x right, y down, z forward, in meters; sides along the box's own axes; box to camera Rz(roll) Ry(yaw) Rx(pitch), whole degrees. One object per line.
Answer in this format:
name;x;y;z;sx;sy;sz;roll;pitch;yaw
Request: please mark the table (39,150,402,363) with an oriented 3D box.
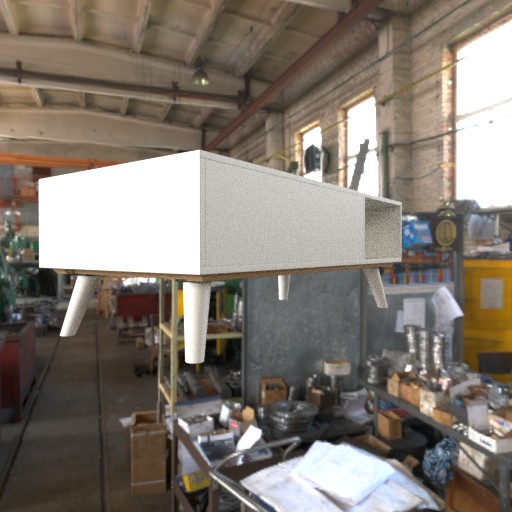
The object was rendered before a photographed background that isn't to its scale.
table;0.000;0.000;1.525;0.609;0.432;1.194;1;1;36
